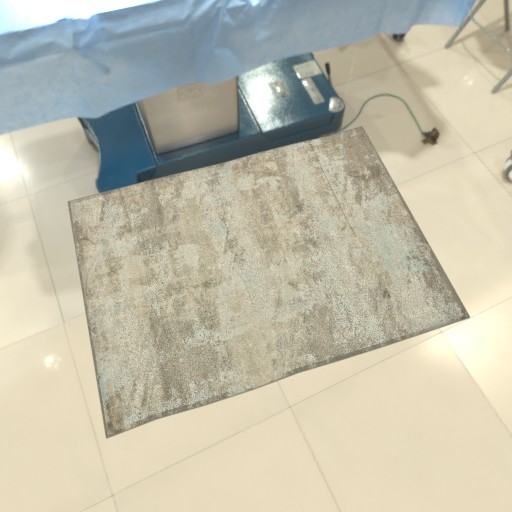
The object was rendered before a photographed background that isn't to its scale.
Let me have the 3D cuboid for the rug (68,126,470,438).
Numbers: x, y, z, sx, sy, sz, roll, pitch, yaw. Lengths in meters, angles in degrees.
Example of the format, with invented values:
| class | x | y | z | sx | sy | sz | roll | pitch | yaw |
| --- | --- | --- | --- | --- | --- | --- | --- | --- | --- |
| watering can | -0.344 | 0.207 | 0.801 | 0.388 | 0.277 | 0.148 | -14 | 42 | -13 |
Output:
| class | x | y | z | sx | sy | sz | roll | pitch | yaw |
| --- | --- | --- | --- | --- | --- | --- | --- | --- | --- |
| rug | 0.000 | 0.000 | 4.291 | 3.307 | 0.013 | 2.393 | -16 | 65 | -8 |
